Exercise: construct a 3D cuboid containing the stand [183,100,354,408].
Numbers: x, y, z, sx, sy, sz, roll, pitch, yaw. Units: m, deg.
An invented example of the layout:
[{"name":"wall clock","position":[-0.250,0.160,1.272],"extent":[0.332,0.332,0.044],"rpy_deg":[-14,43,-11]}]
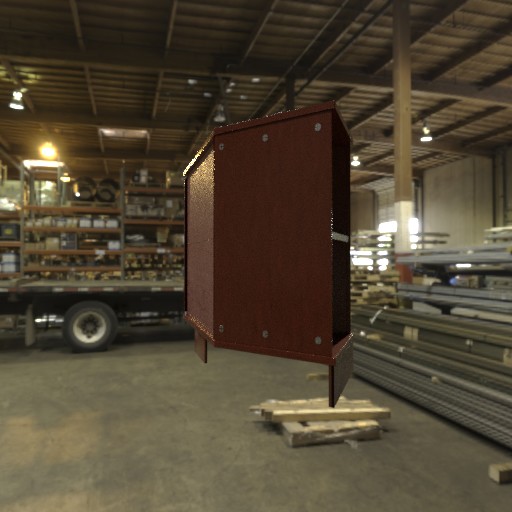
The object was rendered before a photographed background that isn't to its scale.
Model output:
[{"name":"stand","position":[0.000,0.000,1.392],"extent":[0.381,0.614,1.072],"rpy_deg":[0,-1,-17]}]
